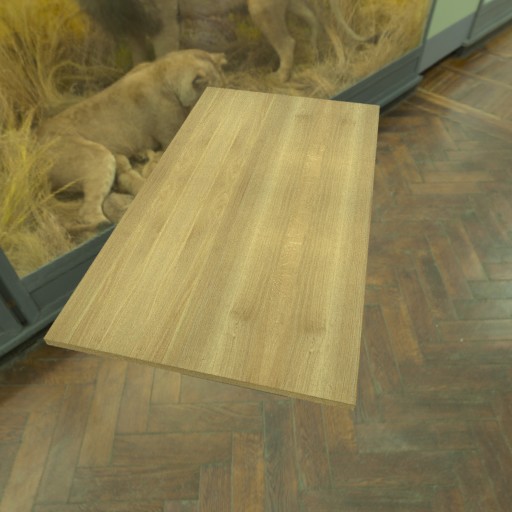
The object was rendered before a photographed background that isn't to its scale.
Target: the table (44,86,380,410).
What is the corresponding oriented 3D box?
[{"bbox_3d":[0.000,0.000,2.026,0.900,0.750,1.600,10,48,9],"label":"table"}]
